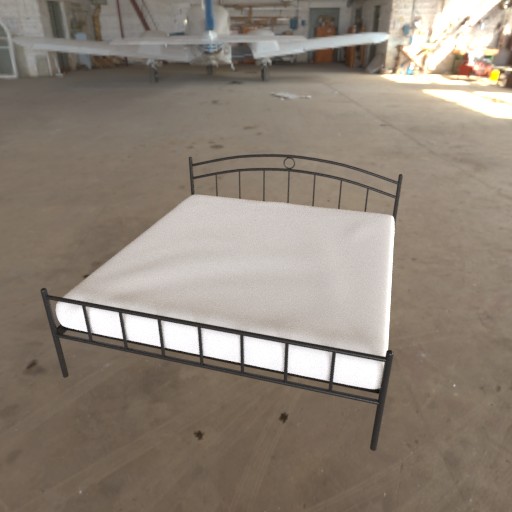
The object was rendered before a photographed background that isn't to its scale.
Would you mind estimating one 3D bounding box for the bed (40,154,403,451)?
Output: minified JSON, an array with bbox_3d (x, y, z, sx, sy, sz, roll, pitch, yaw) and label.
[{"bbox_3d":[0.000,0.000,3.135,1.880,0.940,2.040,8,28,15],"label":"bed"}]
